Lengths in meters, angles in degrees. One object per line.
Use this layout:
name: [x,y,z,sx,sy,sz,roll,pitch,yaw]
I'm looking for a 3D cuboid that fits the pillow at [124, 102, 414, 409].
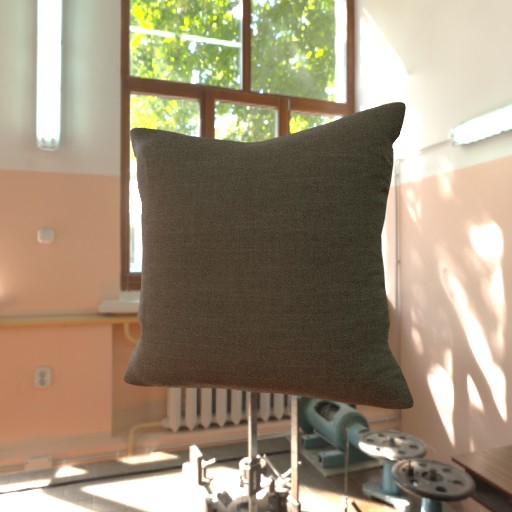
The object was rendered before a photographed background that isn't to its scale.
pillow: [0.000,0.000,0.635,0.424,0.400,0.169,0,-1,17]
